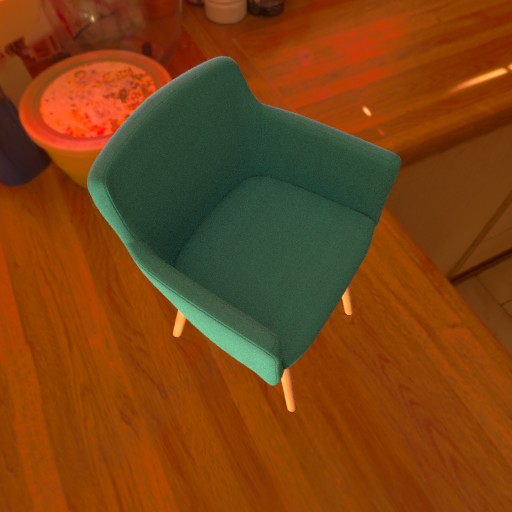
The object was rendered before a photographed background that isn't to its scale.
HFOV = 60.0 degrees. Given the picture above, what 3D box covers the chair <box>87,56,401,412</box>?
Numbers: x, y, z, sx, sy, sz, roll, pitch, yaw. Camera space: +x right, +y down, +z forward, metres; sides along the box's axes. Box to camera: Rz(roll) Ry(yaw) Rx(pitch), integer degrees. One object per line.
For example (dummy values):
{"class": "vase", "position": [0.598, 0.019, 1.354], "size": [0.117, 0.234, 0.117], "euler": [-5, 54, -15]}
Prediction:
{"class": "chair", "position": [0.000, 0.000, 1.160], "size": [0.540, 0.780, 0.570], "euler": [29, 63, 16]}
